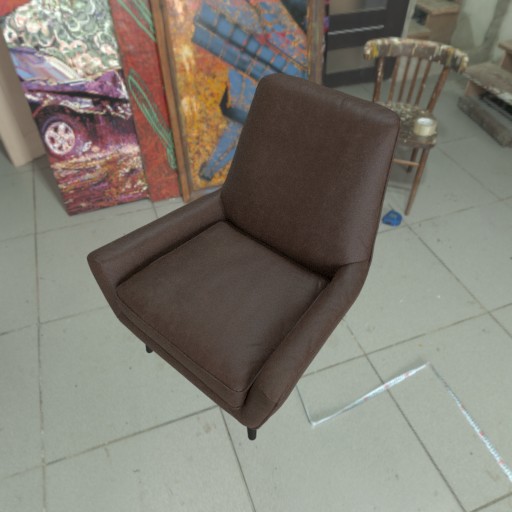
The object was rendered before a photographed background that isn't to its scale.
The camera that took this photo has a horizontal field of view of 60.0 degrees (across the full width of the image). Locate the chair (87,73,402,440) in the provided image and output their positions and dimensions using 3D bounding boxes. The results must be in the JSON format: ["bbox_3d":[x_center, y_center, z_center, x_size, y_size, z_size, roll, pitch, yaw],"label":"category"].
[{"bbox_3d":[0.000,0.000,1.480,0.787,0.888,0.824,31,53,27],"label":"chair"}]
